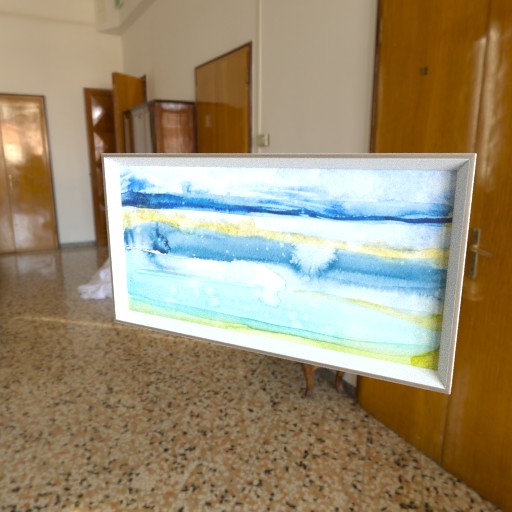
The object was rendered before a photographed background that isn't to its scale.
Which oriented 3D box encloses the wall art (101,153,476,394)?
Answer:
[{"bbox_3d":[0.000,0.000,0.956,0.812,0.431,0.038,6,14,26],"label":"wall art"}]
